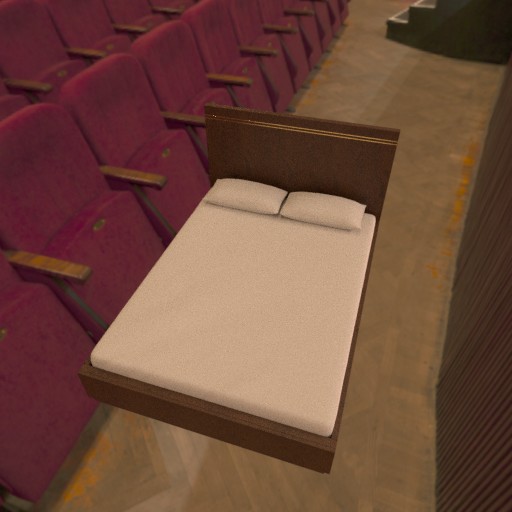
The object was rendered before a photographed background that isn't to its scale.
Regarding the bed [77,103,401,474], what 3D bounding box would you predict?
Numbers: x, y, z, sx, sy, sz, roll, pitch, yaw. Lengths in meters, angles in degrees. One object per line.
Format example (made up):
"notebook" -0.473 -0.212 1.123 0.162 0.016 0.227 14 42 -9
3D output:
"bed" 0.000 0.000 3.184 1.613 1.169 2.221 12 43 13
